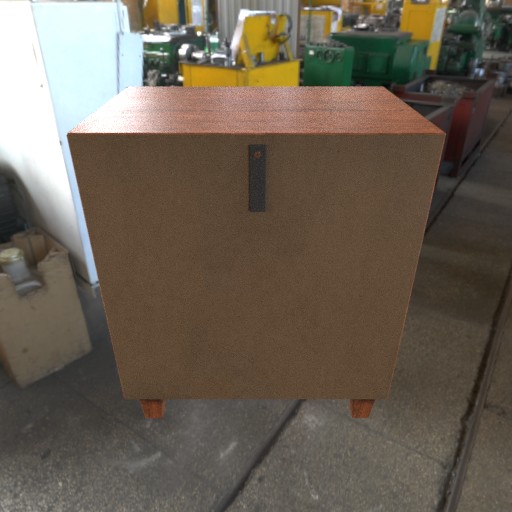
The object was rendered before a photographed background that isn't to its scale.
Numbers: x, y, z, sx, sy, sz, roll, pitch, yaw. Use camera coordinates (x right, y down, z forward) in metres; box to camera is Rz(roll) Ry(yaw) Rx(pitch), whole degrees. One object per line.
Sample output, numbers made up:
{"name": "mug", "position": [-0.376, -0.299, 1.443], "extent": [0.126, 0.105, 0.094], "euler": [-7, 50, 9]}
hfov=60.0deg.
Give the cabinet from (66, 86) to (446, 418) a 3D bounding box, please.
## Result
{"name": "cabinet", "position": [0.000, 0.000, 1.056], "extent": [0.607, 0.695, 0.410], "euler": [0, 31, 0]}
